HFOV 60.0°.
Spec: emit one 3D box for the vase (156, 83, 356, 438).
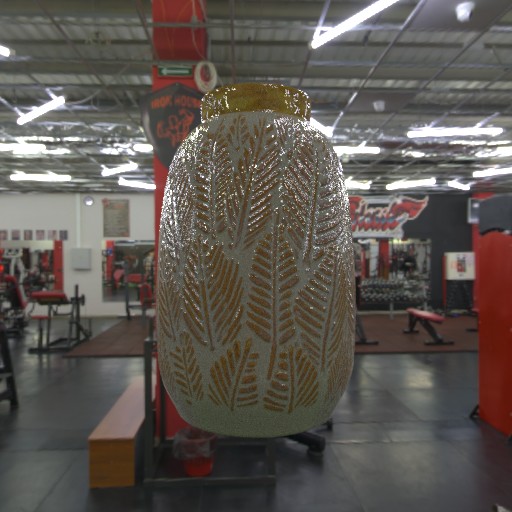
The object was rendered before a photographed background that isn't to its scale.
[{"bbox_3d":[0.000,0.000,0.391,0.172,0.270,0.172,0,0,0],"label":"vase"}]
